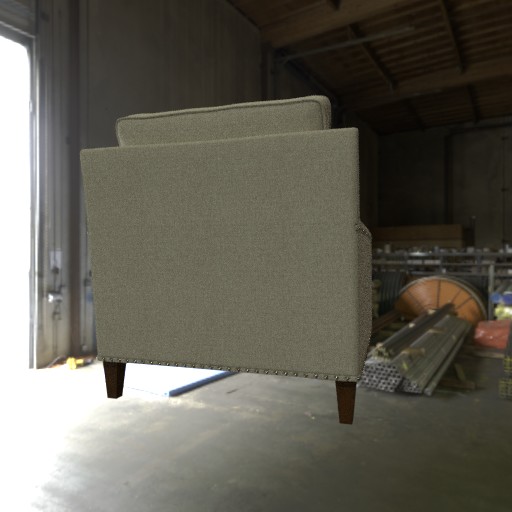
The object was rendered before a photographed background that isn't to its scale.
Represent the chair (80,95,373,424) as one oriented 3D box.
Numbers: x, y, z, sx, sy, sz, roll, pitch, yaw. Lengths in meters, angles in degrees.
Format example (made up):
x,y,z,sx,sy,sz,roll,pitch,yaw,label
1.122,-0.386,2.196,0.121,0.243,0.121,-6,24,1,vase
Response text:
x,y,z,sx,sy,sz,roll,pitch,yaw,label
0.000,0.000,1.731,0.853,0.943,1.014,0,0,17,chair
